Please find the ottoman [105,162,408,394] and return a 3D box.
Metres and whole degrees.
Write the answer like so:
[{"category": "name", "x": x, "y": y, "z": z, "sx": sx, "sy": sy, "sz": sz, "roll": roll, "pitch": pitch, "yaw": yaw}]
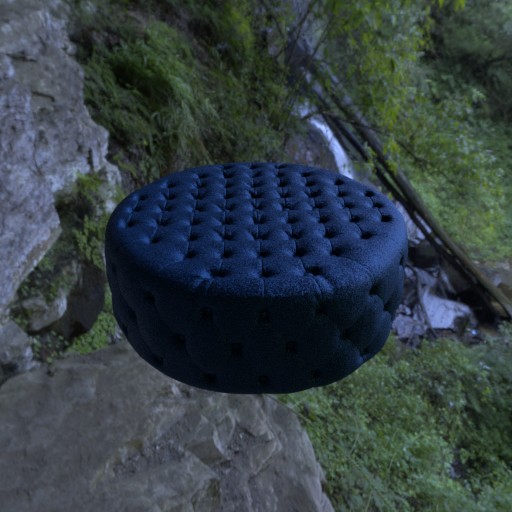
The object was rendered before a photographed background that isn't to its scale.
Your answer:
[{"category": "ottoman", "x": 0.000, "y": 0.000, "z": 1.544, "sx": 0.998, "sy": 0.398, "sz": 0.998, "roll": 0, "pitch": 31, "yaw": 0}]
